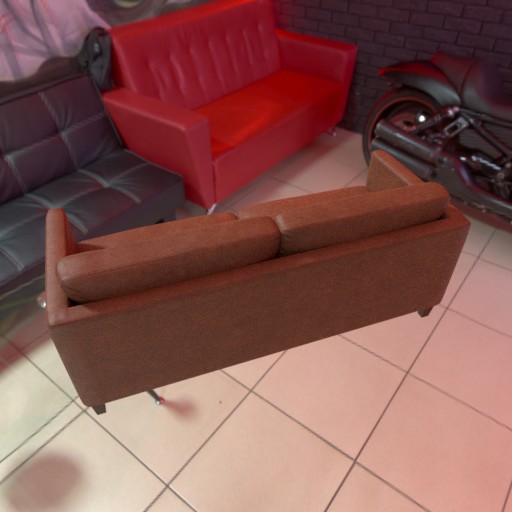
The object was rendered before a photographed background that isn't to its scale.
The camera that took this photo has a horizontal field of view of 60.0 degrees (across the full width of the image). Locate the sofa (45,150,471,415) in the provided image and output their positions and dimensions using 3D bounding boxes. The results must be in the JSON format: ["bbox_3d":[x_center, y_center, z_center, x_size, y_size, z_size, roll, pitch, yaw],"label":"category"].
[{"bbox_3d":[0.000,0.000,2.642,2.204,0.932,0.950,-13,42,-15],"label":"sofa"}]
